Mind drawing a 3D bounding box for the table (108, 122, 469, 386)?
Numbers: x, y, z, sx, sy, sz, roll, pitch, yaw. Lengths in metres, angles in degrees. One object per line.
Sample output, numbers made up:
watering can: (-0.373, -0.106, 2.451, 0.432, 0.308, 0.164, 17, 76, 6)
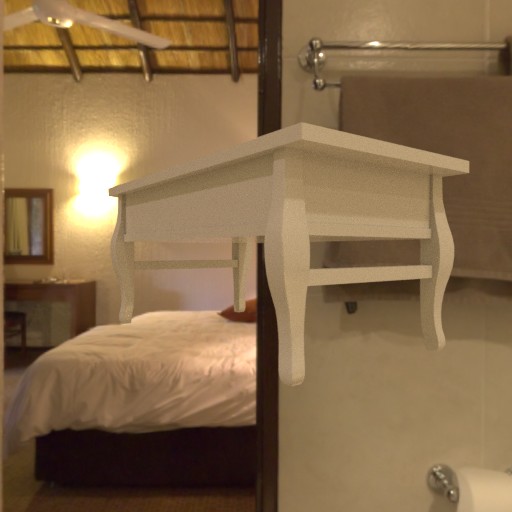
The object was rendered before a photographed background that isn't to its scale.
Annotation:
table: (0.000, 0.000, 1.399, 0.600, 0.495, 1.062, -1, 1, -37)
